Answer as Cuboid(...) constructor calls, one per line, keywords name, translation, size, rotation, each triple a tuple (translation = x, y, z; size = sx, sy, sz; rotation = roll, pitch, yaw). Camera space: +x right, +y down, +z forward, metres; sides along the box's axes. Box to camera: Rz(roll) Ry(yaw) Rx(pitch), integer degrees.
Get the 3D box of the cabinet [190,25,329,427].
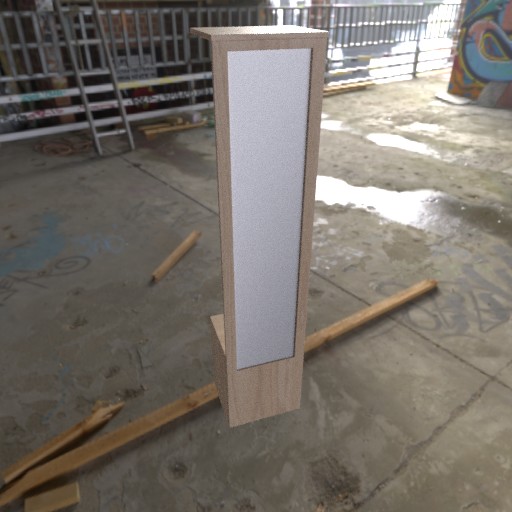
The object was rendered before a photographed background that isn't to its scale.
Cuboid(name="cabinet", translation=(0.000, 0.000, 2.061), size=(0.411, 1.879, 0.338), rotation=(-10, 32, -16))
